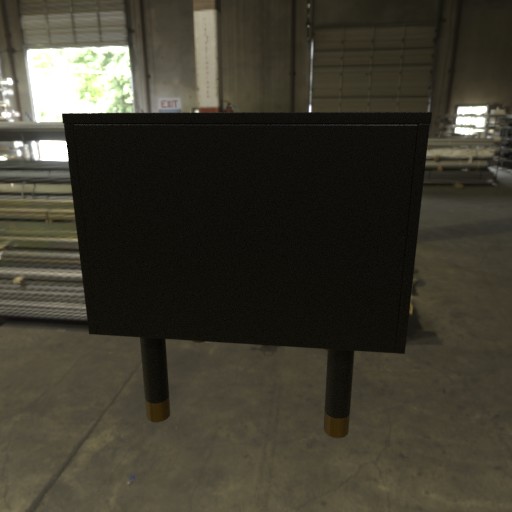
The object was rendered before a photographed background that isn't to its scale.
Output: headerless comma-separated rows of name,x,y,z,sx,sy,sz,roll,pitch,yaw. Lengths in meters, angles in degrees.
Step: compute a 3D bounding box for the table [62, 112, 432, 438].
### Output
table,0.000,0.000,0.961,0.564,0.584,0.441,2,17,7
